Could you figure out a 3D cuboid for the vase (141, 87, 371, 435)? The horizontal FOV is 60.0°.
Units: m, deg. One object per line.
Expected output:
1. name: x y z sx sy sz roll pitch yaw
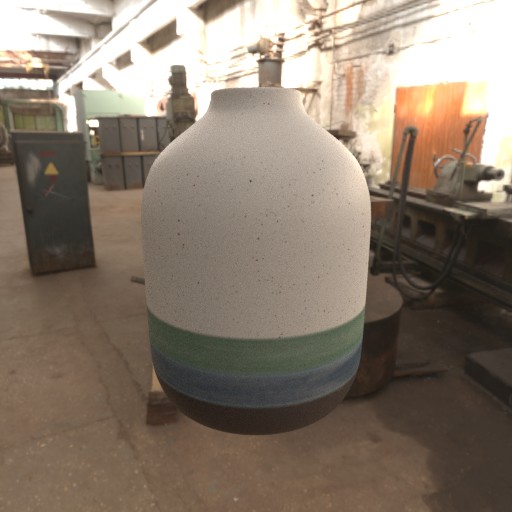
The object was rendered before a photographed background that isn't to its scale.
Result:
1. vase: 0.000 0.000 0.344 0.169 0.240 0.169 0 15 0
